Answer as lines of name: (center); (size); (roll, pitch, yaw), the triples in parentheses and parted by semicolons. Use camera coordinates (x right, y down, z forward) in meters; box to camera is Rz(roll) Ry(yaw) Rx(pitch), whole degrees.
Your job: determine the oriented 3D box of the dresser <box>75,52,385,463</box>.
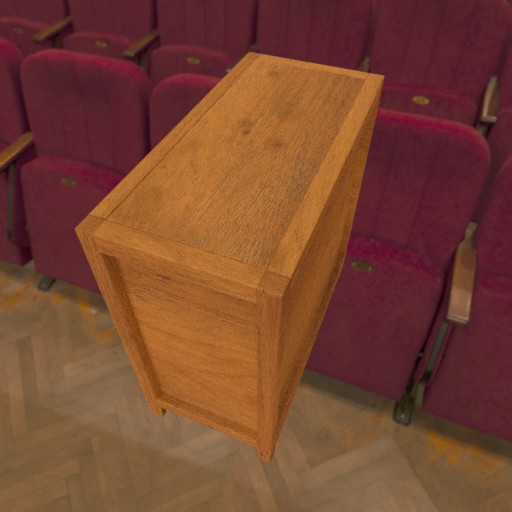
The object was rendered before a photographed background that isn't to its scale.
dresser: (0.000, 0.000, 1.293); (0.427, 0.804, 0.804); (17, 50, 15)
